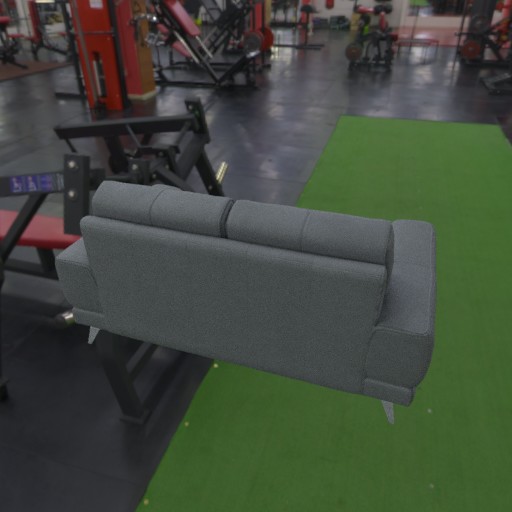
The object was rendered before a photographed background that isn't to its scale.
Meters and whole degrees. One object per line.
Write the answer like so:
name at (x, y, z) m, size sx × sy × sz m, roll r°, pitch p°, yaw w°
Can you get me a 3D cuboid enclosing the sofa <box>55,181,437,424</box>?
sofa at (0.000, 0.000, 2.358) m, size 1.806 × 0.907 × 1.018 m, roll 10°, pitch 33°, yaw 16°
